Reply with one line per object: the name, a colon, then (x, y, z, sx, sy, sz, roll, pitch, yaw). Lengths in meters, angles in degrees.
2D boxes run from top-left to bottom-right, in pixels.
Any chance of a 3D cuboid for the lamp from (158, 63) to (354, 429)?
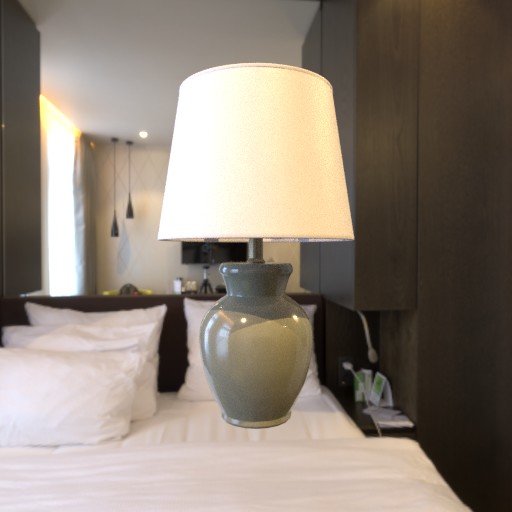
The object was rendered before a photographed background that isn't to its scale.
lamp: (0.000, 0.000, 0.552, 0.239, 0.399, 0.239, 0, 1, 0)
